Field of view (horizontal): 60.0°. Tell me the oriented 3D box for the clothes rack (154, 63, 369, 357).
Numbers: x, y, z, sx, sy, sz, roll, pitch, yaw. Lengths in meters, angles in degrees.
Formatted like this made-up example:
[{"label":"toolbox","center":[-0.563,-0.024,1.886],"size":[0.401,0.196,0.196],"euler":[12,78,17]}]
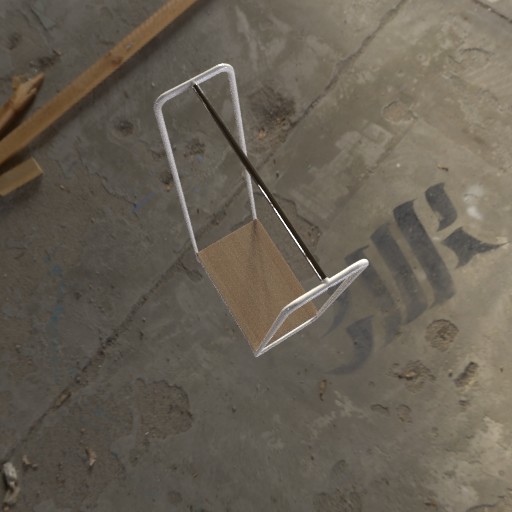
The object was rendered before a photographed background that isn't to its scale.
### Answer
[{"label":"clothes rack","center":[0.000,0.000,1.785],"size":[0.400,1.500,0.640],"euler":[-31,77,-8]}]
